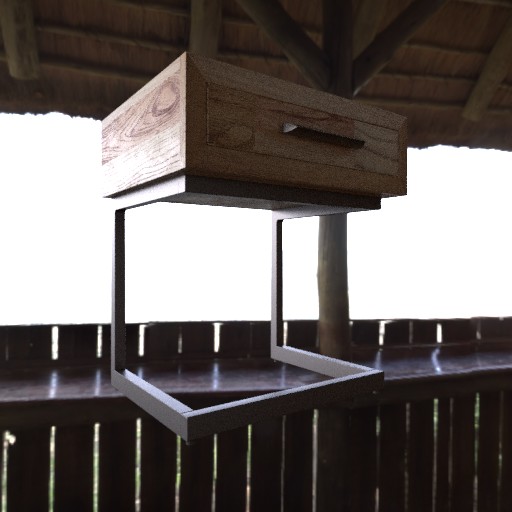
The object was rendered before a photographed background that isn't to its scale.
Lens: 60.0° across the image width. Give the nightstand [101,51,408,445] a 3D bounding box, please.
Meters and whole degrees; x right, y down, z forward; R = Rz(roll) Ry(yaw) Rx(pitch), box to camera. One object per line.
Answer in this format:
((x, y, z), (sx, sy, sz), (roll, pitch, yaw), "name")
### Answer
((0.000, 0.000, 1.009), (0.558, 0.632, 0.481), (0, 0, -36), "nightstand")
